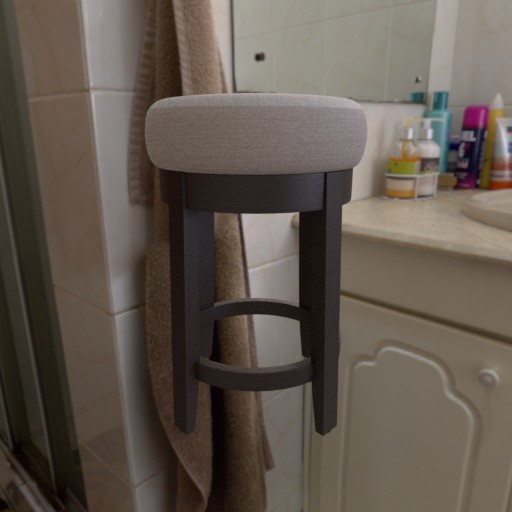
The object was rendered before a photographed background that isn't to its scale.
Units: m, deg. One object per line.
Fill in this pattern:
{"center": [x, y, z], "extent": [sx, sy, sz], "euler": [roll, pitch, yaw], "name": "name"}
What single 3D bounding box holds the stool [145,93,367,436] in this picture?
{"center": [0.000, 0.000, 0.979], "extent": [0.443, 0.672, 0.443], "euler": [0, 16, 0], "name": "stool"}
